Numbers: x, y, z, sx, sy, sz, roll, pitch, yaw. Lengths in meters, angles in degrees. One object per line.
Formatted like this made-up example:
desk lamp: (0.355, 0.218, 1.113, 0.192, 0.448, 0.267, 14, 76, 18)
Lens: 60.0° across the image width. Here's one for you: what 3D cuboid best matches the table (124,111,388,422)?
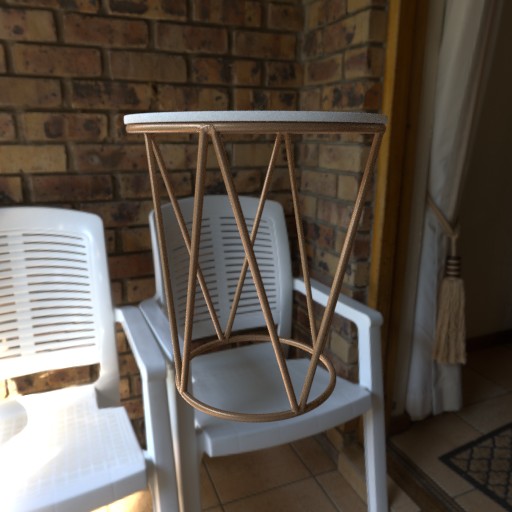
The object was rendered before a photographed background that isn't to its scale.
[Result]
table: (0.000, 0.000, 0.946, 0.500, 0.564, 0.500, 0, 15, 0)
